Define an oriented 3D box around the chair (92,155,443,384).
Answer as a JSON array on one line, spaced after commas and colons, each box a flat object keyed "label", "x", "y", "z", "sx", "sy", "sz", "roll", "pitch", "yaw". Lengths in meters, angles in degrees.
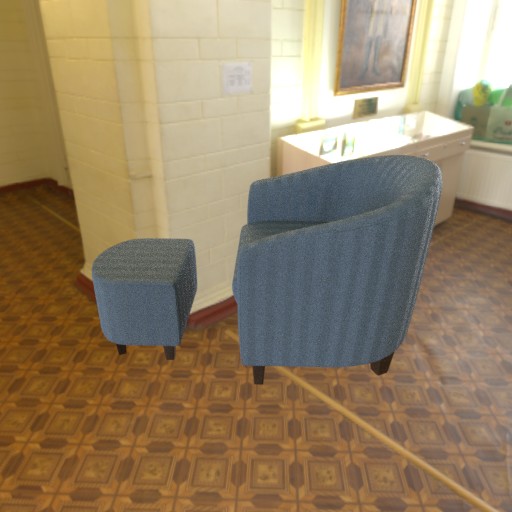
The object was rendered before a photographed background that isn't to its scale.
[{"label": "chair", "x": 0.000, "y": 0.000, "z": 1.748, "sx": 1.288, "sy": 0.757, "sz": 0.756, "roll": 1, "pitch": 25, "yaw": 2}]
